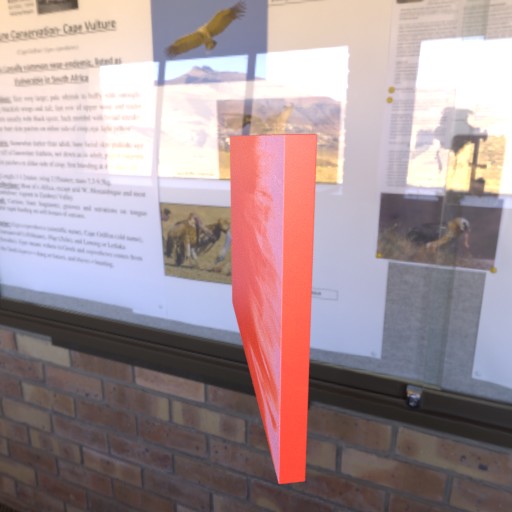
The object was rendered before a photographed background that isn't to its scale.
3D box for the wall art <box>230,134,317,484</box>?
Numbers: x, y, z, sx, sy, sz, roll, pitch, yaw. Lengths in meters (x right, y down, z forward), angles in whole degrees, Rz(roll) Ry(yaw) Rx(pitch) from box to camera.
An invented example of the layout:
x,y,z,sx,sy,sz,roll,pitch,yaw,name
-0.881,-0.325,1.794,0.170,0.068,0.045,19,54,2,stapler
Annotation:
x,y,z,sx,sy,sz,roll,pitch,yaw,name
0.000,0.000,0.771,0.033,0.405,0.607,-2,15,-8,wall art
